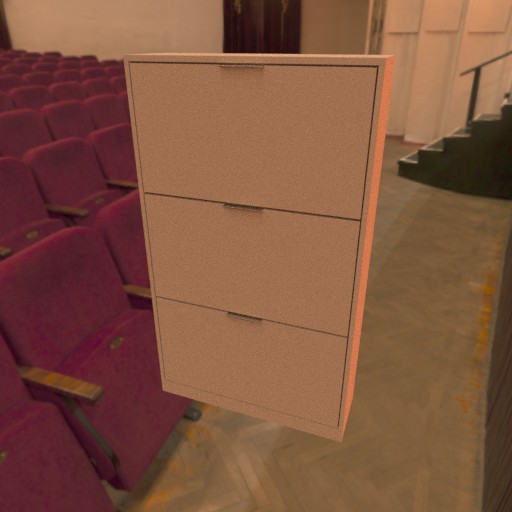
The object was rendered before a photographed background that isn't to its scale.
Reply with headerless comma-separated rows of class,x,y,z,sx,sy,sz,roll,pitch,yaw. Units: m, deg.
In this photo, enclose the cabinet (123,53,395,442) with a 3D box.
cabinet,0.000,0.000,1.549,0.750,1.280,0.250,9,27,19
